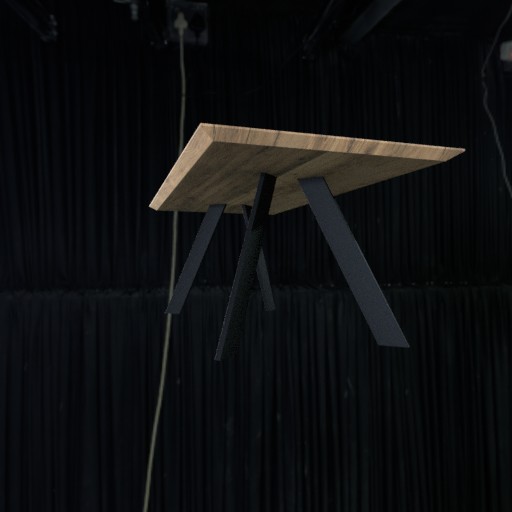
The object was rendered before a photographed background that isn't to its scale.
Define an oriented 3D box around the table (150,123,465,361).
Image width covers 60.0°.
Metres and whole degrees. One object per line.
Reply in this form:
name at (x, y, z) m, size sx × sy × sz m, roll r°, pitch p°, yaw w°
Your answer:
table at (0.000, 0.000, 2.450) m, size 1.000 × 0.770 × 2.000 m, roll 0°, pitch -1°, yaw -18°
